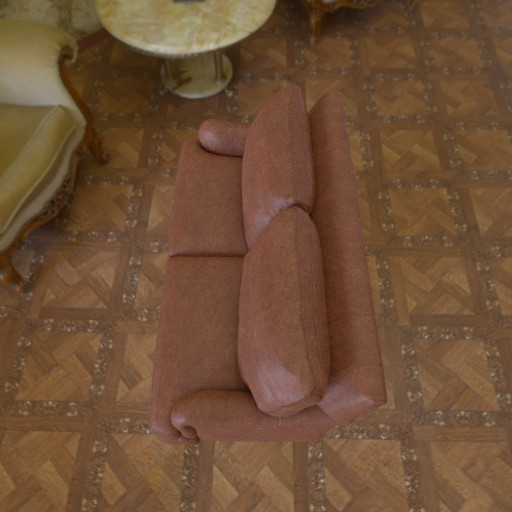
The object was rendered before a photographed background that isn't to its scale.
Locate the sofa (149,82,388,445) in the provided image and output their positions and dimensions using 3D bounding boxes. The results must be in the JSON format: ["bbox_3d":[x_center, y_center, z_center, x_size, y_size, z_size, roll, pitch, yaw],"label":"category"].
[{"bbox_3d":[0.000,0.000,2.804,1.147,1.071,2.144,0,59,0],"label":"sofa"}]
